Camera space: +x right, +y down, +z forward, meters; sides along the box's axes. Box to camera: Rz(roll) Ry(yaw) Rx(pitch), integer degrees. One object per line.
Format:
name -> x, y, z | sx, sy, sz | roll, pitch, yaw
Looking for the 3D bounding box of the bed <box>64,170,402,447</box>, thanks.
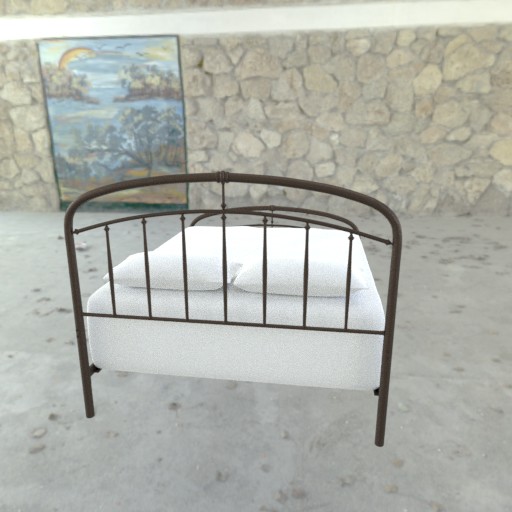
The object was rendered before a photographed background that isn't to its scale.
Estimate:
bed -> 0.000, 0.000, 3.296 | 1.711, 1.425, 2.180 | 2, 16, 8
